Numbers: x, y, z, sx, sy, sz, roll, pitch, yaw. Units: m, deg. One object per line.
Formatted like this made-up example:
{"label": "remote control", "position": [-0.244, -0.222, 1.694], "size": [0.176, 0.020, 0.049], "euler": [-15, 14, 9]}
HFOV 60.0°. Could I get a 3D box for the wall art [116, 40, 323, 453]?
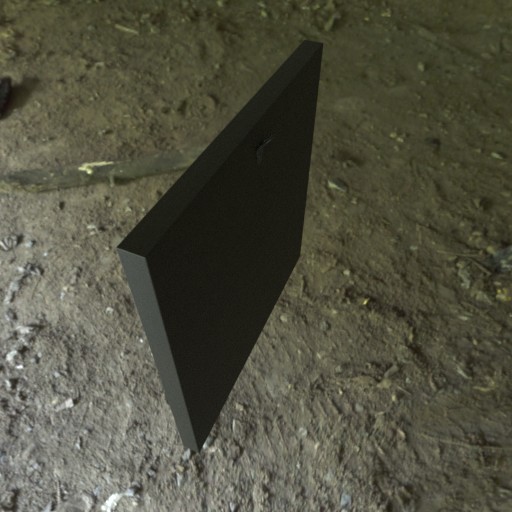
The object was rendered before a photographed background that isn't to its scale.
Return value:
{"label": "wall art", "position": [0.000, 0.000, 0.510], "size": [0.038, 0.349, 0.349], "euler": [18, 50, 16]}
